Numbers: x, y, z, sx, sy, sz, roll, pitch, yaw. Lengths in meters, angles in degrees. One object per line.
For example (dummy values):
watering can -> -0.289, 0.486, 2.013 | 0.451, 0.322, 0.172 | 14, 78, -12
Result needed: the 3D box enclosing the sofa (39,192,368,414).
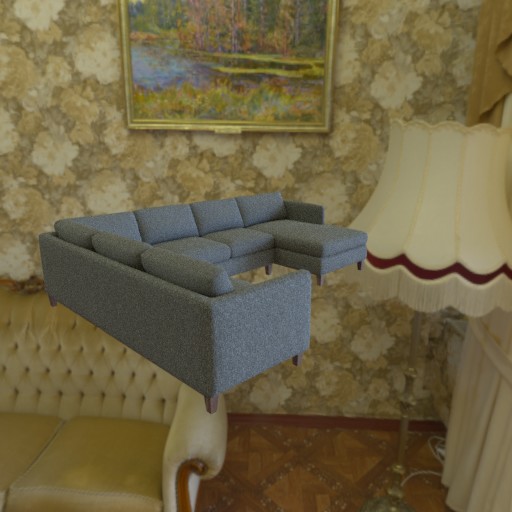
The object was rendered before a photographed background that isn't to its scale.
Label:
sofa -> 0.000, 0.000, 4.389 | 3.238, 0.853, 2.551 | -15, 21, -43
